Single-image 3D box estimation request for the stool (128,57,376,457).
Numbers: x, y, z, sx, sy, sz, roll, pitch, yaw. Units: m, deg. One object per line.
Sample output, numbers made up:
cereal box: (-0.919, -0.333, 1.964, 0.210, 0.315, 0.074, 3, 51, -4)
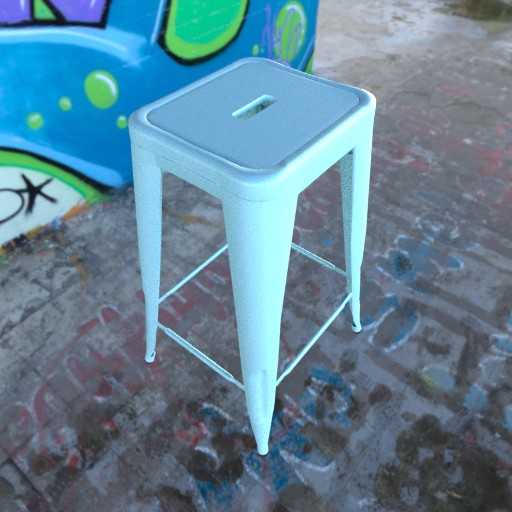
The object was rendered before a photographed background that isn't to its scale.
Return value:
stool: (0.000, 0.000, 0.842, 0.359, 0.609, 0.399, 29, 53, 26)
